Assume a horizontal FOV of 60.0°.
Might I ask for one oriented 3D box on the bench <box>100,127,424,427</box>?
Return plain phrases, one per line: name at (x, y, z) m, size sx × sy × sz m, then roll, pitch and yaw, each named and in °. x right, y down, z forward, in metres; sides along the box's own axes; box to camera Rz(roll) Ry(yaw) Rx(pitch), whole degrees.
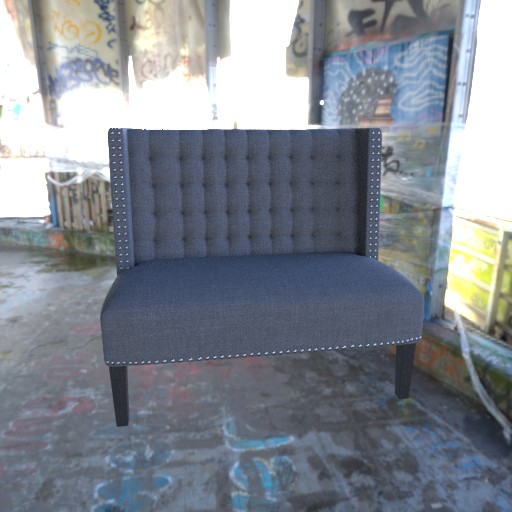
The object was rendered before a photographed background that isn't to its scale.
bench at (0.000, 0.000, 2.011) m, size 1.276 × 1.121 × 0.842 m, roll -2°, pitch 16°, yaw -9°
